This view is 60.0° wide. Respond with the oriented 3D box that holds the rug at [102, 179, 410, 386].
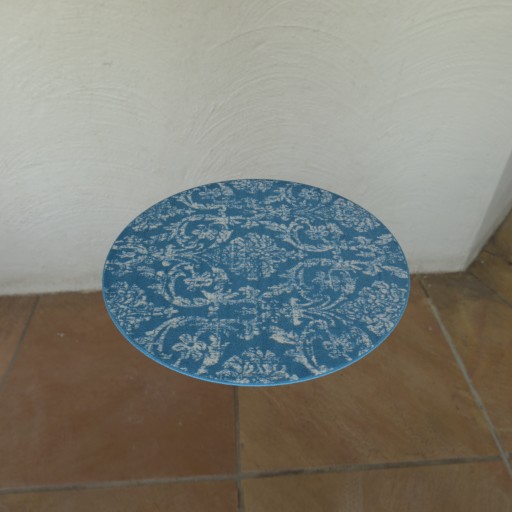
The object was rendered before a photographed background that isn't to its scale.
[{"bbox_3d":[0.000,0.000,2.369,1.593,0.012,1.593,0,40,0],"label":"rug"}]
